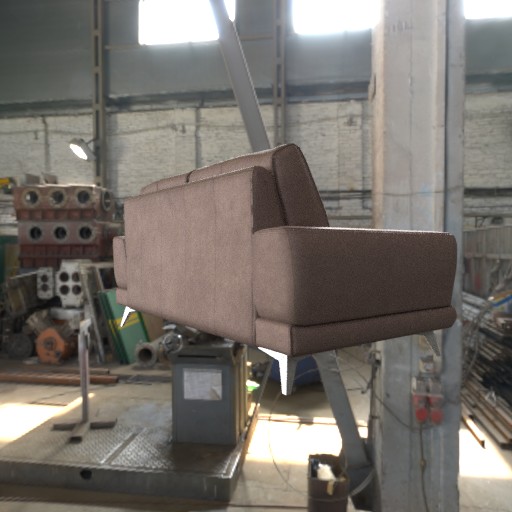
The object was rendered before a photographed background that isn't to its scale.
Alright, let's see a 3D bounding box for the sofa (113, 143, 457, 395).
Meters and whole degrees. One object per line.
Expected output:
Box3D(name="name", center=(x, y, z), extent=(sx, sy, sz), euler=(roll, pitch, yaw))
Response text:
Box3D(name="sofa", center=(0.000, 0.000, 2.423), extent=(1.018, 0.907, 1.806), euler=(-1, 1, -36))
